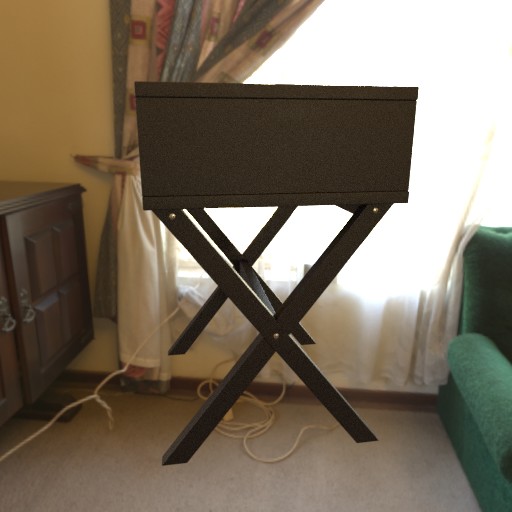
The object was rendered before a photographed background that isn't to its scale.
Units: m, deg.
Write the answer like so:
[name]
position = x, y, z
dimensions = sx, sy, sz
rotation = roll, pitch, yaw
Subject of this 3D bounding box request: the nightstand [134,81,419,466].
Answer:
[nightstand]
position = 0.000, 0.000, 0.921
dimensions = 0.402, 0.623, 0.479
rotation = -3, 16, -9
